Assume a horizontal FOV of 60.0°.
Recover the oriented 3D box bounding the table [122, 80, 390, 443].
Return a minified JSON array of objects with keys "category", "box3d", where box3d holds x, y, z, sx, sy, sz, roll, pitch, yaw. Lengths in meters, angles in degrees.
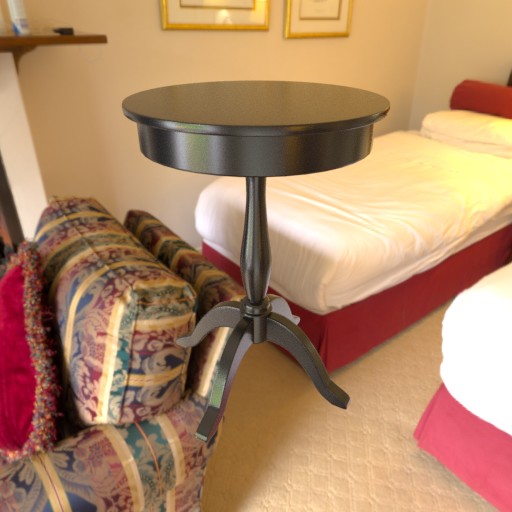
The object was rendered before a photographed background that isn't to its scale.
[{"category":"table","box3d":[0.000,0.000,0.971,0.481,0.665,0.481,0,29,0]}]
